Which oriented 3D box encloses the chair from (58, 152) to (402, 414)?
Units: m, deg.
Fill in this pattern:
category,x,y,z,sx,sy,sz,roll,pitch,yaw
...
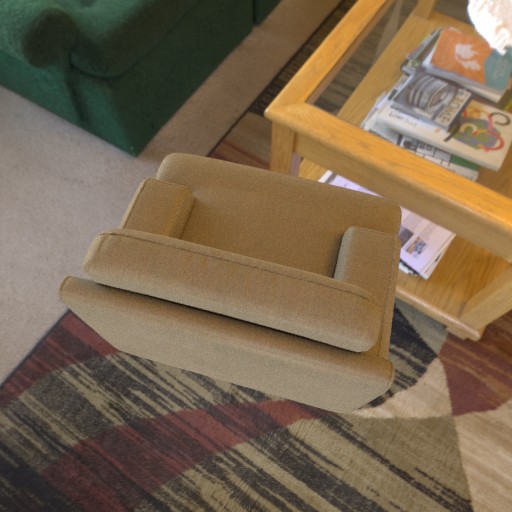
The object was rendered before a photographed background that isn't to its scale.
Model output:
category,x,y,z,sx,sy,sz,roll,pitch,yaw
chair,0.000,0.000,2.028,1.270,0.974,1.043,14,65,7
